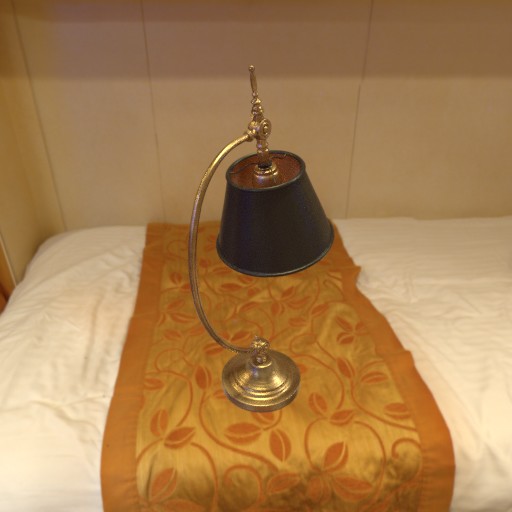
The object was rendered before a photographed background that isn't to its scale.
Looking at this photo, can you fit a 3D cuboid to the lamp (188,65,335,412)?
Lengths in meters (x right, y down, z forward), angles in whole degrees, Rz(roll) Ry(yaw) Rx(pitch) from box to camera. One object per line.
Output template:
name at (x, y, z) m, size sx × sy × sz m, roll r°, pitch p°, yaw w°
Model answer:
lamp at (0.000, 0.000, 0.846) m, size 0.235 × 0.675 × 0.344 m, roll 22°, pitch 37°, yaw 33°
